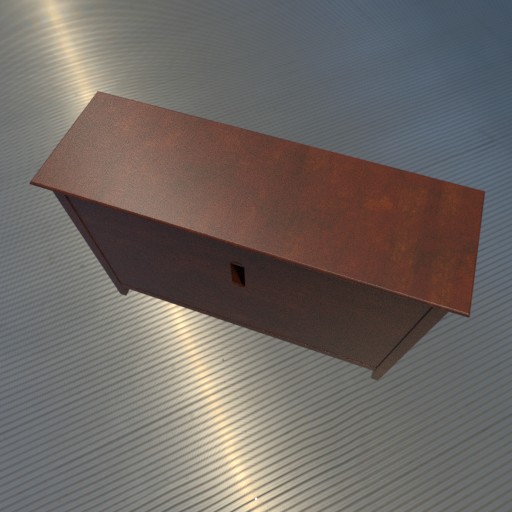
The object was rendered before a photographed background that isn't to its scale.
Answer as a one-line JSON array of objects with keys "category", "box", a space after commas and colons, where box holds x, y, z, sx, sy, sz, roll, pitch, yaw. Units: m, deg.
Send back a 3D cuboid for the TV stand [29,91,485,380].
[{"category": "TV stand", "box": [0.000, 0.000, 1.796, 1.372, 0.915, 0.445, 17, 63, 9]}]
